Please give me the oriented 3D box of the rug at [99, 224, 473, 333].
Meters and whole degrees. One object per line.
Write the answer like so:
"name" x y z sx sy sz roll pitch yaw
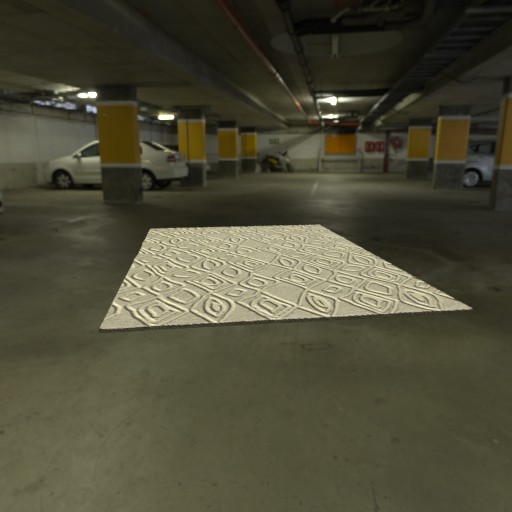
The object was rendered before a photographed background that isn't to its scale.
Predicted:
"rug" 0.000 0.000 2.288 1.224 0.016 1.832 -2 13 -8
